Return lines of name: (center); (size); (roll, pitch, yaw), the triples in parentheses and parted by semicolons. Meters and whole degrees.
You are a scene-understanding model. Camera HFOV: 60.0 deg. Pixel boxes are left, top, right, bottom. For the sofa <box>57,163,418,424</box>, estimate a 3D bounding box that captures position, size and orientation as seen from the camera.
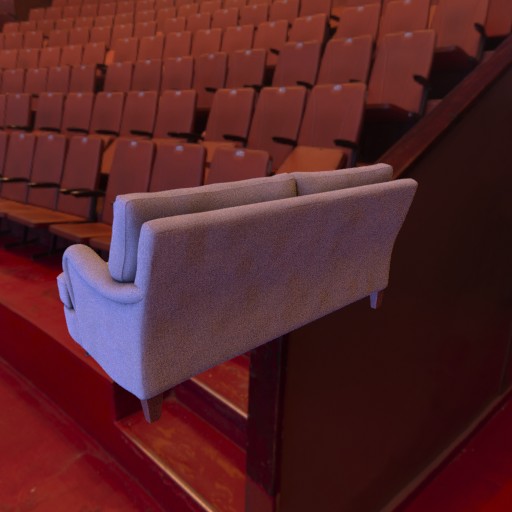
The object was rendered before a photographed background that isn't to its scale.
sofa: (0.000, 0.000, 2.848); (2.193, 1.096, 1.069); (-15, 22, -42)
